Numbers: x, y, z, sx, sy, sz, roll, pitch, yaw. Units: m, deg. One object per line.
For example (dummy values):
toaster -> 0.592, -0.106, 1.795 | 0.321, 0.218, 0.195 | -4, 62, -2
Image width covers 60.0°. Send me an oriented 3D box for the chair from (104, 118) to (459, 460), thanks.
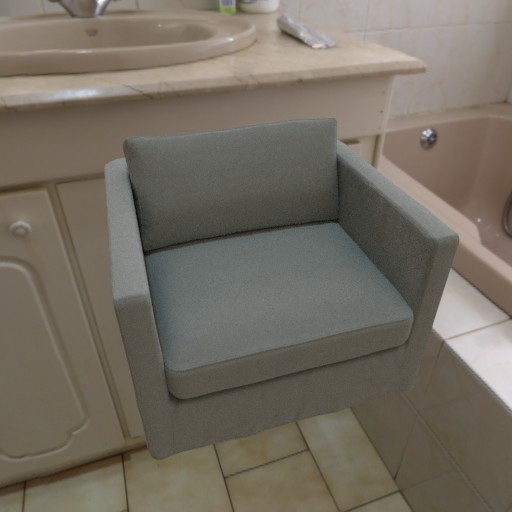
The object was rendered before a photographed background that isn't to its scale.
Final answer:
chair -> 0.000, 0.000, 1.723 | 1.057, 0.863, 0.949 | -10, 37, -14
